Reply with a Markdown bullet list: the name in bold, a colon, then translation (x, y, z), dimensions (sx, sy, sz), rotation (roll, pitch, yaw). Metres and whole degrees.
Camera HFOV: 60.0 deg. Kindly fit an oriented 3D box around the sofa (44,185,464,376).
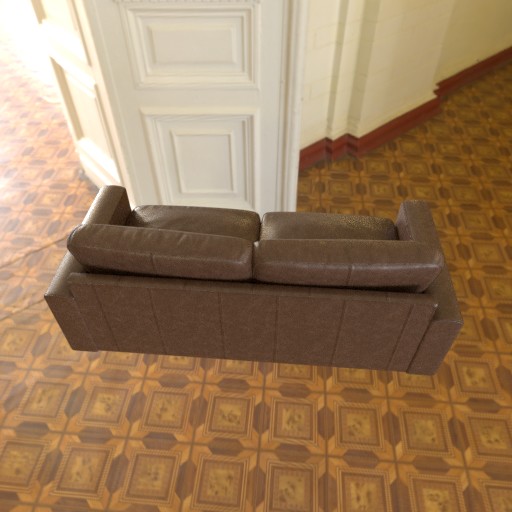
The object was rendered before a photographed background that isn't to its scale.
- **sofa**: translation (0.000, 0.000, 2.707), dimensions (2.179, 0.873, 1.016), rotation (3, 46, 3)
